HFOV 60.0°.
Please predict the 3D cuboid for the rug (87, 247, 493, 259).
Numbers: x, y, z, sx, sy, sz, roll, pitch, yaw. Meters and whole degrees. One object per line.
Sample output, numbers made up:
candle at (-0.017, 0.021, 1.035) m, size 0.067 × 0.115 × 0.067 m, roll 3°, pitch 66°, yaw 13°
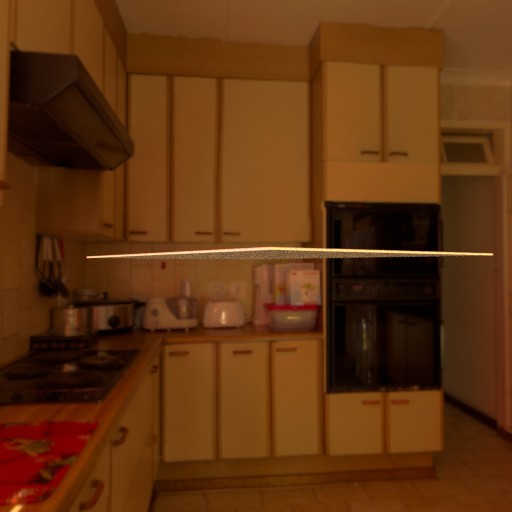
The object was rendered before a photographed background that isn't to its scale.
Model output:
rug at (0.000, 0.000, 2.308) m, size 1.220 × 0.007 × 1.828 m, roll 1°, pitch -1°, yaw -36°
